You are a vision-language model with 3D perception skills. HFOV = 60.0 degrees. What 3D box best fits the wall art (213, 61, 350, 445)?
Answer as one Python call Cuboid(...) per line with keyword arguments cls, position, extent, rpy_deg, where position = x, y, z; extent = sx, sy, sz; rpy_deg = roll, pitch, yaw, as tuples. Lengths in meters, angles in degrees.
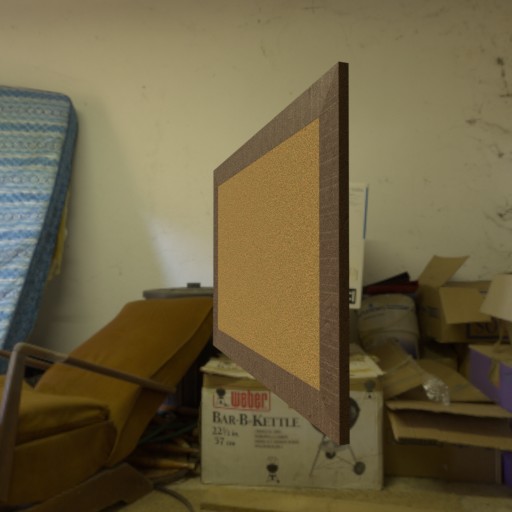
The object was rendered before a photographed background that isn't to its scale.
Cuboid(cls="wall art", position=(0.000, 0.000, 1.161), extent=(0.019, 0.626, 0.917), rpy_deg=(0, -1, -18))
